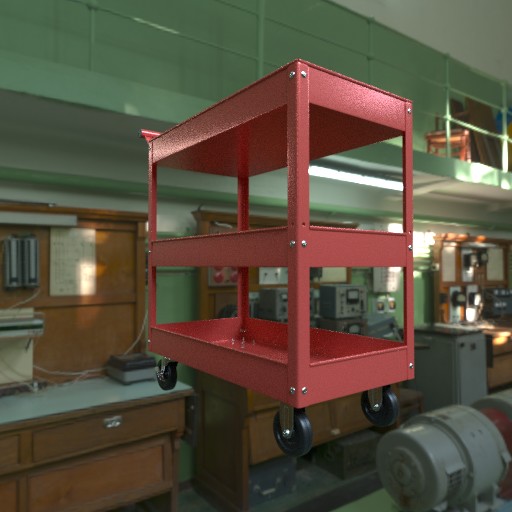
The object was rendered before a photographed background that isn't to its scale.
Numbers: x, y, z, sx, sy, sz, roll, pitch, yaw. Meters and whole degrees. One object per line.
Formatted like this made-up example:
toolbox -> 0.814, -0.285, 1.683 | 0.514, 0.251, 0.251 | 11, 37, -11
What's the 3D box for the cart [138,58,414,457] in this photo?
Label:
cart -> 0.000, 0.000, 1.172 | 0.366, 0.780, 0.719 | 1, -1, -37
